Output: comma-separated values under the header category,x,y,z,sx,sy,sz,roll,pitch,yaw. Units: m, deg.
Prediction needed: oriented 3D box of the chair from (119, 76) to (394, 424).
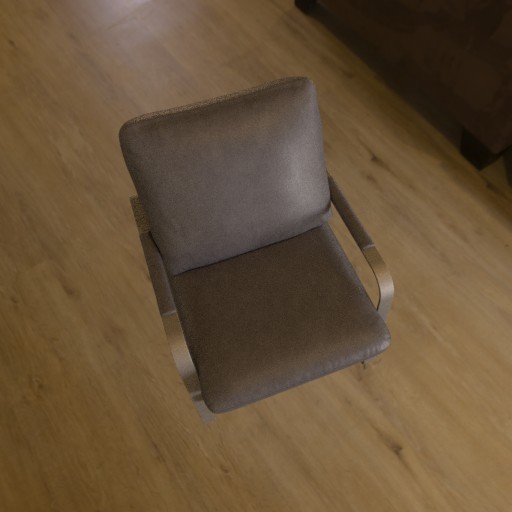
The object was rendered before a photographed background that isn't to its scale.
category,x,y,z,sx,sy,sz,roll,pitch,yaw
chair,0.000,0.000,1.496,0.692,0.839,0.878,-18,64,-9
